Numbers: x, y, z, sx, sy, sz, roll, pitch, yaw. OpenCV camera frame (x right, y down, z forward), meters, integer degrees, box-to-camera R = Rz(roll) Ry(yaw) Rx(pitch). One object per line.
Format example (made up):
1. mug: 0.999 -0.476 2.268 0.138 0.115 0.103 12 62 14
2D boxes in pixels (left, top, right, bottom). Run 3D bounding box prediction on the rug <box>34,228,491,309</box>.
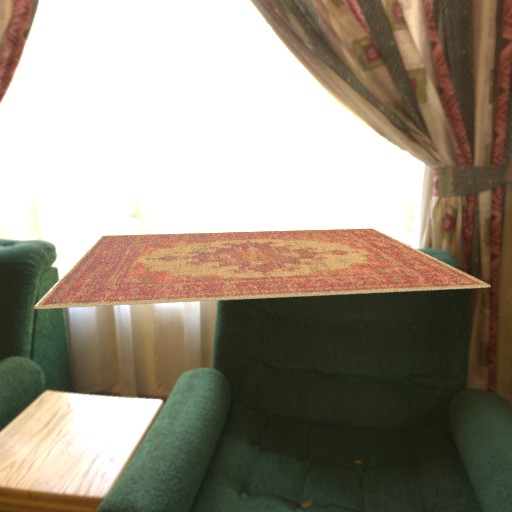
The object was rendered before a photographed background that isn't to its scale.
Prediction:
1. rug: 0.000 0.000 2.873 2.232 0.011 1.555 -2 15 -8
